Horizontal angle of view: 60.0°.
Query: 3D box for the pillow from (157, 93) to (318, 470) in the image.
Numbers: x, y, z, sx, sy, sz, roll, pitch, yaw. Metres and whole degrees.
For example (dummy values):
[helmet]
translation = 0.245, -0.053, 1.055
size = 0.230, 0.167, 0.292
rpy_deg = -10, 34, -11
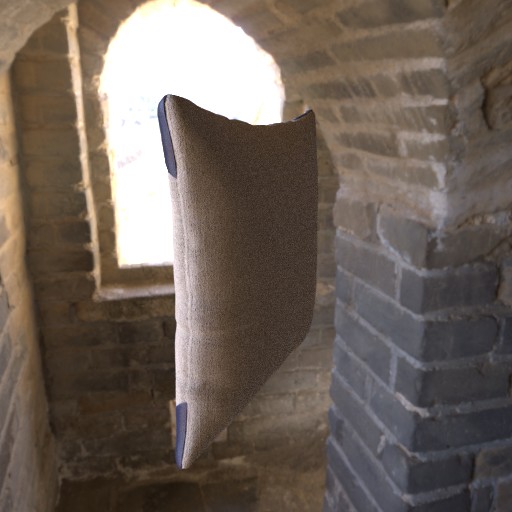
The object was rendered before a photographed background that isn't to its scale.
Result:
[pillow]
translation = 0.000, 0.000, 0.677
size = 0.147, 0.441, 0.440
rpy_deg = 7, 17, 24
